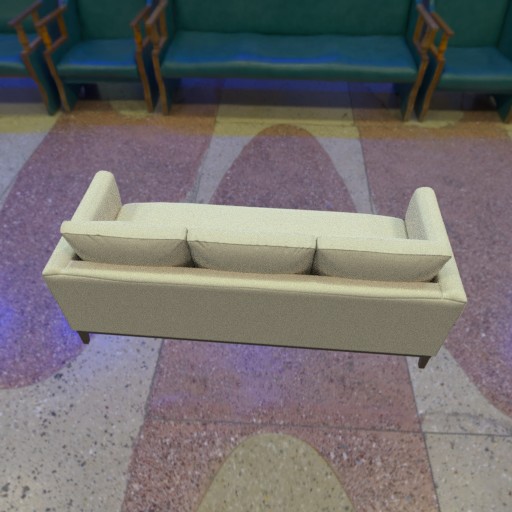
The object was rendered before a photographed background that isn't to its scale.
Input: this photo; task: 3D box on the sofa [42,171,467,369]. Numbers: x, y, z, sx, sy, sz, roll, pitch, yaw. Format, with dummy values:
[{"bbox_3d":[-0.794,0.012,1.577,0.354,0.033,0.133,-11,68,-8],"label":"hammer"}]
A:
[{"bbox_3d":[0.000,0.000,2.708,2.198,0.911,0.902,3,47,3],"label":"sofa"}]
